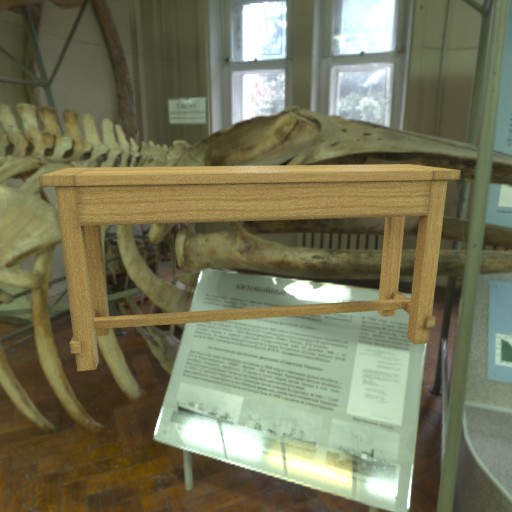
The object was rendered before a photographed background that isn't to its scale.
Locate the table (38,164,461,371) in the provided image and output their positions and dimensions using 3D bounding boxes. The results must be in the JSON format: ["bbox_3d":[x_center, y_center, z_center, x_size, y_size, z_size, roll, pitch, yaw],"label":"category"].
[{"bbox_3d":[0.000,0.000,1.964,1.599,0.762,0.442,-2,15,-9],"label":"table"}]
